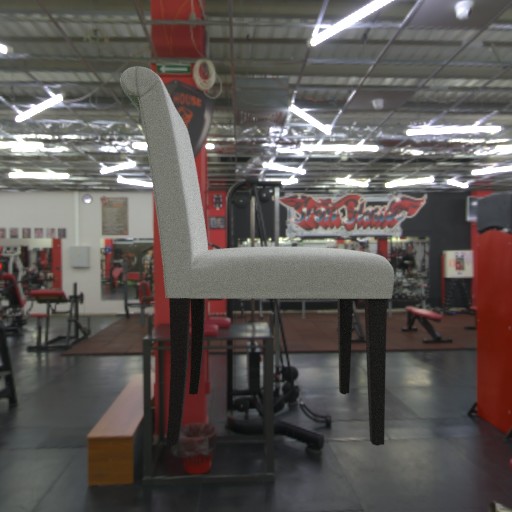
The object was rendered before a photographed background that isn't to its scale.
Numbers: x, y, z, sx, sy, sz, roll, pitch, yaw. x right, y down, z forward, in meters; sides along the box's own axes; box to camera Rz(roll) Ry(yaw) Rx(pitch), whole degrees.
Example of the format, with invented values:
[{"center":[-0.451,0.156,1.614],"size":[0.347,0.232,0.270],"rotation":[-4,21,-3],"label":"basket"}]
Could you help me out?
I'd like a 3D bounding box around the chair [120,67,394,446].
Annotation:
[{"center":[0.000,0.000,1.353],"size":[0.708,0.976,0.452],"rotation":[0,0,0],"label":"chair"}]
